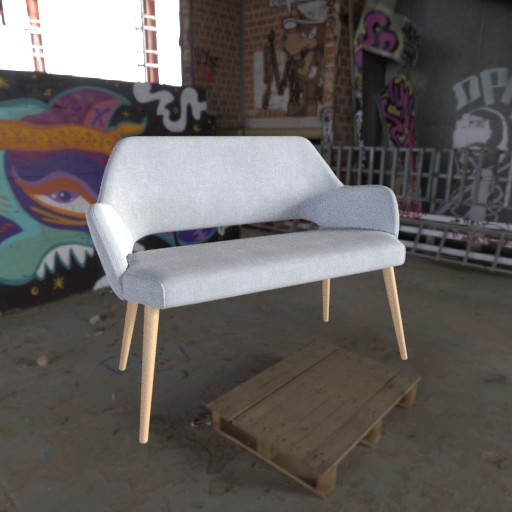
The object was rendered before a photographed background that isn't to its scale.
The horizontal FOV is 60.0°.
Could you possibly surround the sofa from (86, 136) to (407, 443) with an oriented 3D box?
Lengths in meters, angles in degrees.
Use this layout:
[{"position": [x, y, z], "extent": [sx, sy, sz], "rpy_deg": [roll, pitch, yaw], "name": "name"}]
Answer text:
[{"position": [0.000, 0.000, 1.614], "extent": [1.150, 0.840, 0.610], "rpy_deg": [-8, 17, -27], "name": "sofa"}]
